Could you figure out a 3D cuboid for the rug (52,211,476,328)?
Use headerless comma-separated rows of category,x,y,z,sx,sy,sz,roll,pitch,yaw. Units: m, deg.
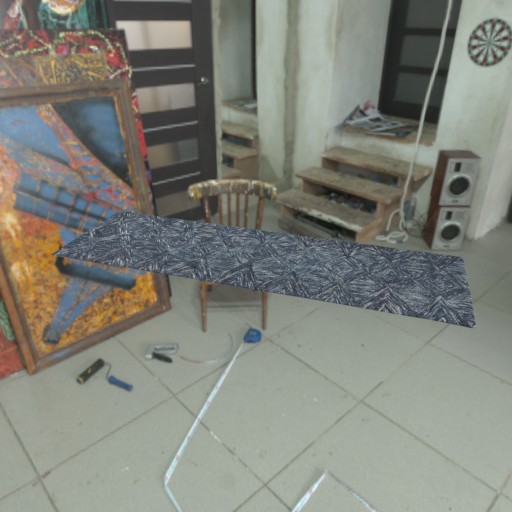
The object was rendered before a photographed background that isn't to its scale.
rug,0.000,0.000,2.590,2.306,0.013,0.719,9,29,16
